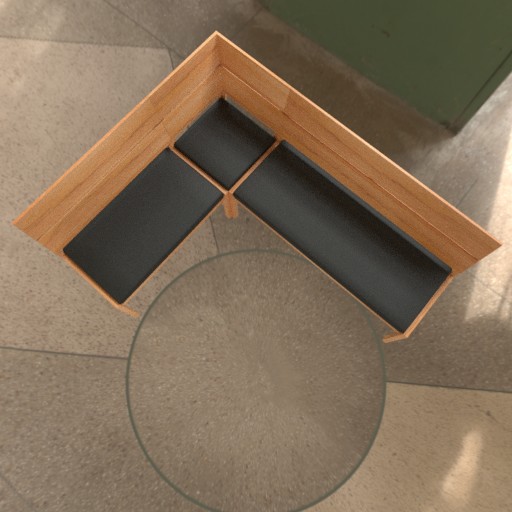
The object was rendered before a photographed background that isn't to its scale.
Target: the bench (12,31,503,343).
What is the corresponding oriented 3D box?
[{"bbox_3d":[0.000,0.000,2.660,1.948,0.890,1.548,40,79,10],"label":"bench"}]
